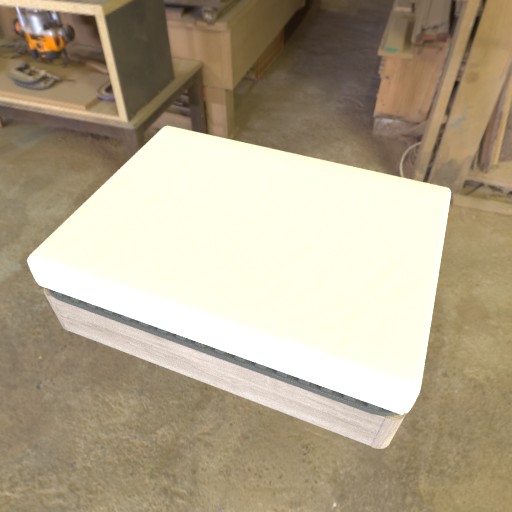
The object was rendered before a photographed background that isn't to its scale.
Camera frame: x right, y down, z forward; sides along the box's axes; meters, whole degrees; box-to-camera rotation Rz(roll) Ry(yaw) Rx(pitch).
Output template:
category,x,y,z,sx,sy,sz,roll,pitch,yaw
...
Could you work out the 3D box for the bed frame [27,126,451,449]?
category,x,y,z,sx,sy,sz,roll,pitch,yaw
bed frame,0.000,0.000,2.543,1.900,0.561,1.400,16,48,15
